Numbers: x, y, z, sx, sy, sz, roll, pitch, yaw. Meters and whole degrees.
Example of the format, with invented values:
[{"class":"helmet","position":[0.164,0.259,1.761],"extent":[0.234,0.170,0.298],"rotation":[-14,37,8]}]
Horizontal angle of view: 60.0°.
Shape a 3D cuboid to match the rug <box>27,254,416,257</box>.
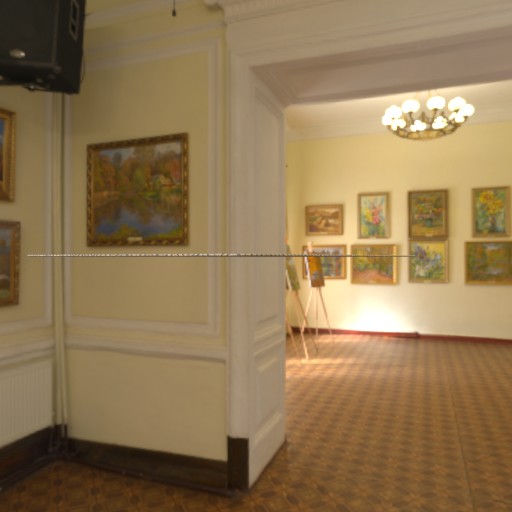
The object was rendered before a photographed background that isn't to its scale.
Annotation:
[{"class":"rug","position":[0.000,0.000,2.243],"extent":[1.144,0.008,1.752],"rotation":[0,0,34]}]
